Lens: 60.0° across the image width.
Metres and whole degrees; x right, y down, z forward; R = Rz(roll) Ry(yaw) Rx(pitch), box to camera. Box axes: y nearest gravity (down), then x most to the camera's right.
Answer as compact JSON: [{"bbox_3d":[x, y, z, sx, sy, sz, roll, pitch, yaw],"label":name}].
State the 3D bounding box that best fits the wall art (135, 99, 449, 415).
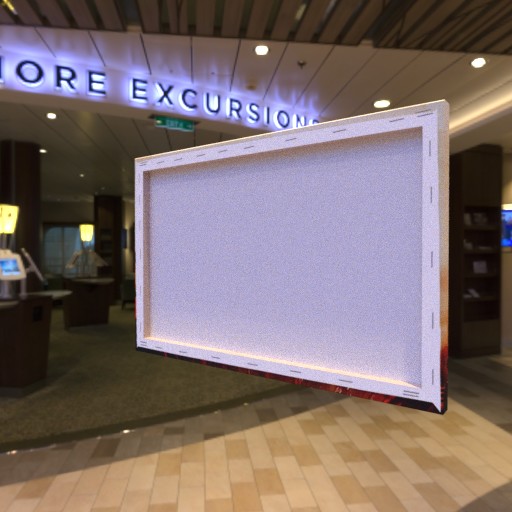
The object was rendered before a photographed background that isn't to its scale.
[{"bbox_3d":[0.000,0.000,1.131,0.918,0.602,0.038,1,1,37],"label":"wall art"}]
